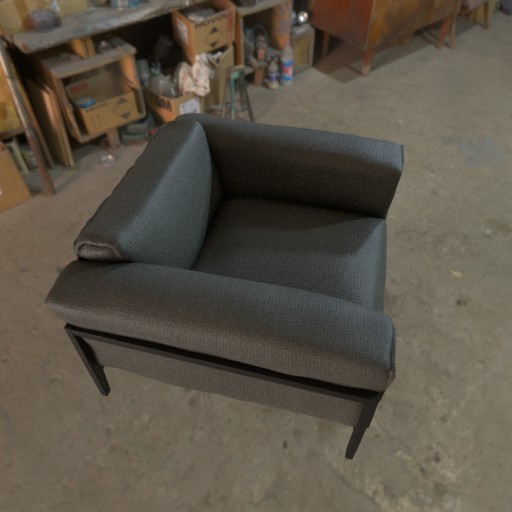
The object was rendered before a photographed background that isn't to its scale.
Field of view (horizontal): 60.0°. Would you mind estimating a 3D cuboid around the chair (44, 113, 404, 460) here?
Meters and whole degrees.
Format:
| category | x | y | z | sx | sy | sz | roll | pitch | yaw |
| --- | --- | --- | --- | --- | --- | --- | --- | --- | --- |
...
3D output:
| category | x | y | z | sx | sy | sz | roll | pitch | yaw |
| --- | --- | --- | --- | --- | --- | --- | --- | --- | --- |
| chair | 0.000 | 0.000 | 1.634 | 0.969 | 0.646 | 1.056 | 11 | 48 | 10 |
